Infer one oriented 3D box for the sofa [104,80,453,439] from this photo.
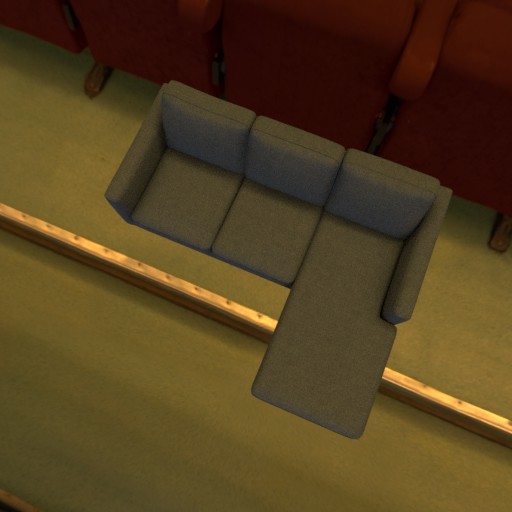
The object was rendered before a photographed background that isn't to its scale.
[{"bbox_3d":[0.000,0.000,2.944,2.055,0.957,1.667,22,77,5],"label":"sofa"}]
